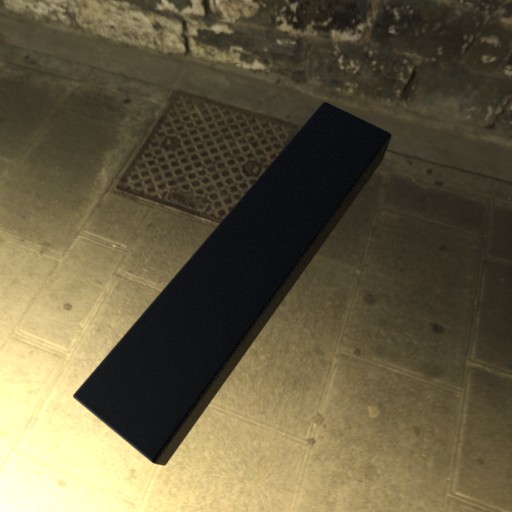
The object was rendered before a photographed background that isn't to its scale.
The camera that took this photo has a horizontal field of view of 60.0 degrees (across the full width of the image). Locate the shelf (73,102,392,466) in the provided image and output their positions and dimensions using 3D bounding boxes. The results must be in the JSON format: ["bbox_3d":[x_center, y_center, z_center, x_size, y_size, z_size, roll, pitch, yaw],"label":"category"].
[{"bbox_3d":[0.000,0.000,0.505,0.102,0.053,0.456,32,67,15],"label":"shelf"}]
